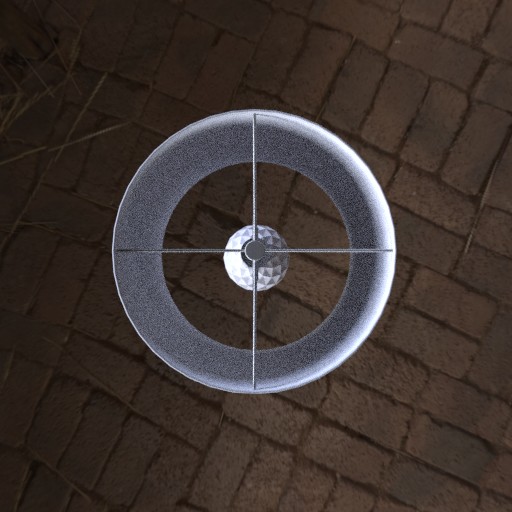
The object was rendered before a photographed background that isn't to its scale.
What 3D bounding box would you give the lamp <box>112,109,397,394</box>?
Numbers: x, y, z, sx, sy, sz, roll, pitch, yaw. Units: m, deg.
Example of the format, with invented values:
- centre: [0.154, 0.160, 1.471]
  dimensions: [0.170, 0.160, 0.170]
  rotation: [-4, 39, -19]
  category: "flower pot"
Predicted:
- centre: [0.000, 0.000, 0.718]
  dimensions: [0.297, 0.522, 0.297]
  rotation: [0, 89, 0]
  category: "lamp"
